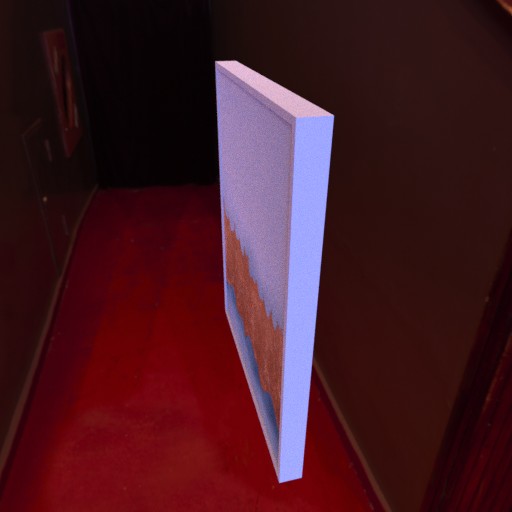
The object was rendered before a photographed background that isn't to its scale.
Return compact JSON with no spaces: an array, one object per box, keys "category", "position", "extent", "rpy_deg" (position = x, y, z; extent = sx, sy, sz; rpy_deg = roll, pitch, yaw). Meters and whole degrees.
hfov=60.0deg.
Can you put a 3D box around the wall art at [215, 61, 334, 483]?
[{"category":"wall art","position":[0.000,0.000,0.742],"extent":[0.039,0.553,0.451],"rpy_deg":[-7,31,-12]}]
